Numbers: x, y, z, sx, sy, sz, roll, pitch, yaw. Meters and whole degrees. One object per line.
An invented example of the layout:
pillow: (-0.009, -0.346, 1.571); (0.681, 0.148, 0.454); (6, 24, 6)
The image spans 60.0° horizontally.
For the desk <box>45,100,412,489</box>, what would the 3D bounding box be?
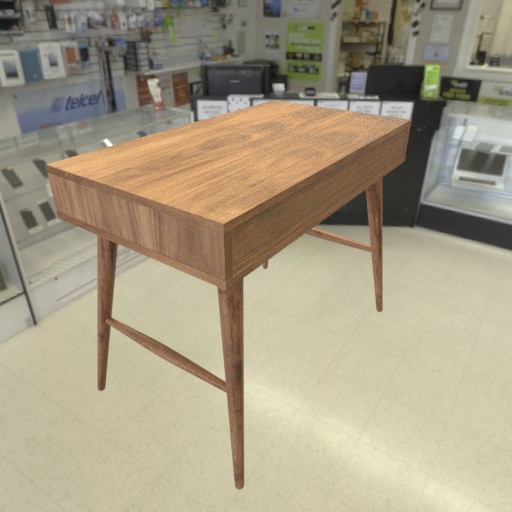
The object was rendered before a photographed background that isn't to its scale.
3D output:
desk: (0.000, 0.000, 1.424); (0.588, 0.758, 0.949); (20, 36, 31)
